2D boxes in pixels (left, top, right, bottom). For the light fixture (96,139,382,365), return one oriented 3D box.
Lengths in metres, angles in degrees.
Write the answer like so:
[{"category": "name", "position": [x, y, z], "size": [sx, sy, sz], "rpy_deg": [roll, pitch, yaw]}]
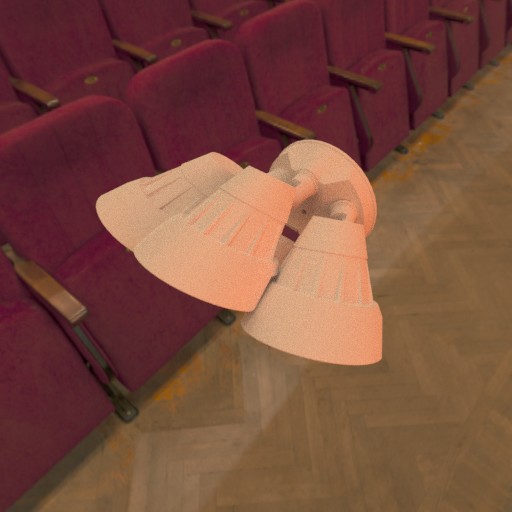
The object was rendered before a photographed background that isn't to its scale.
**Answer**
[{"category": "light fixture", "position": [0.000, 0.000, 0.522], "size": [0.369, 0.237, 0.278], "rpy_deg": [31, 54, 26]}]
